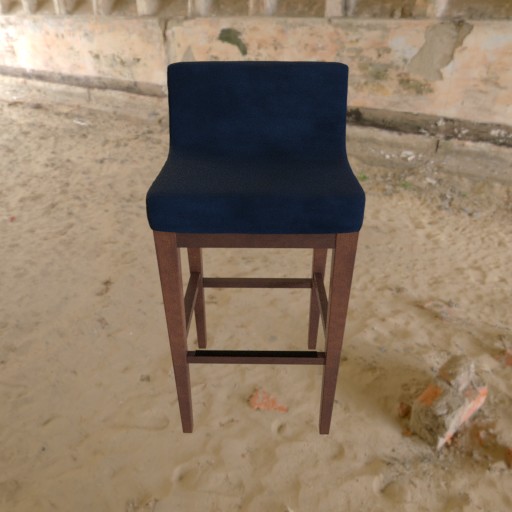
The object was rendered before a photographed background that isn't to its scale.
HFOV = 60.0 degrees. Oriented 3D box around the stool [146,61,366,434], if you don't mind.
[{"bbox_3d":[0.000,0.000,1.331,0.511,1.037,0.500,0,30,1],"label":"stool"}]
